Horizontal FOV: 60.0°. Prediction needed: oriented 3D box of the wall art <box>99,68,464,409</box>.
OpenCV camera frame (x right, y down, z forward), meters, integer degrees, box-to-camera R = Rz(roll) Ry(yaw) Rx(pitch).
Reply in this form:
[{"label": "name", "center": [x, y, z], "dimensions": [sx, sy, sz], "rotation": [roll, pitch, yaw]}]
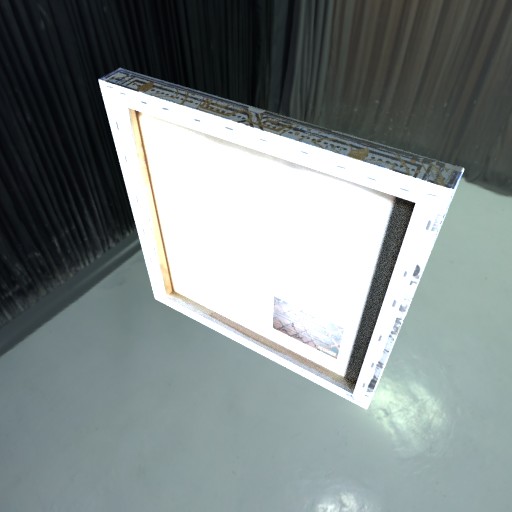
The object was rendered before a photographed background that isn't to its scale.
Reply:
[{"label": "wall art", "center": [0.000, 0.000, 0.604], "dimensions": [0.411, 0.410, 0.038], "rotation": [23, 50, 21]}]
